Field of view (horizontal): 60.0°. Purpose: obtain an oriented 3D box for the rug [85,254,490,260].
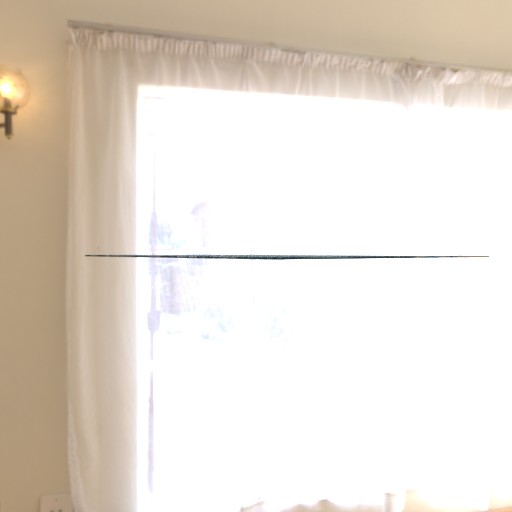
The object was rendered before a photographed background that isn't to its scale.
[{"bbox_3d":[0.000,0.000,2.318,1.232,0.009,1.836,0,0,-37],"label":"rug"}]
